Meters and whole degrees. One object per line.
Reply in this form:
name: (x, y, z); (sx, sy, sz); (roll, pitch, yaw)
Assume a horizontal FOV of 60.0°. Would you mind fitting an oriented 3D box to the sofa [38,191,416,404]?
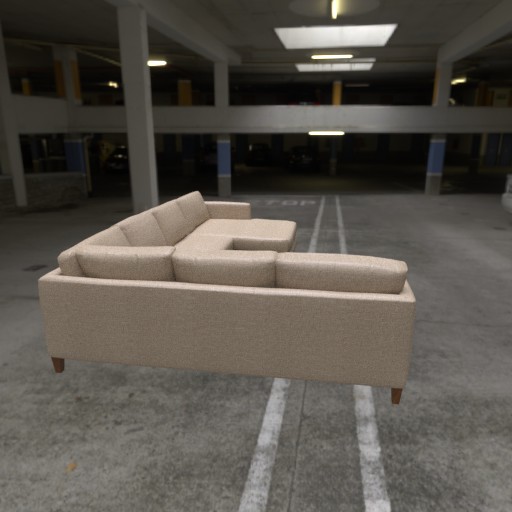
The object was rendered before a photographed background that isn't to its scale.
sofa: (0.000, 0.000, 4.588); (2.594, 0.961, 3.460); (3, 16, 9)
